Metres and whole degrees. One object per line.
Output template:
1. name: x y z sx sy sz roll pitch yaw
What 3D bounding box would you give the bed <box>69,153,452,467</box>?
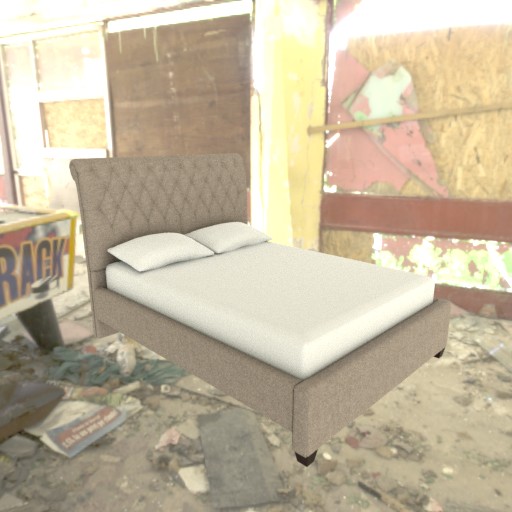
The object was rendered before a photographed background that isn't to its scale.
1. bed: 0.000 0.000 3.225 2.252 1.371 1.645 14 20 43
